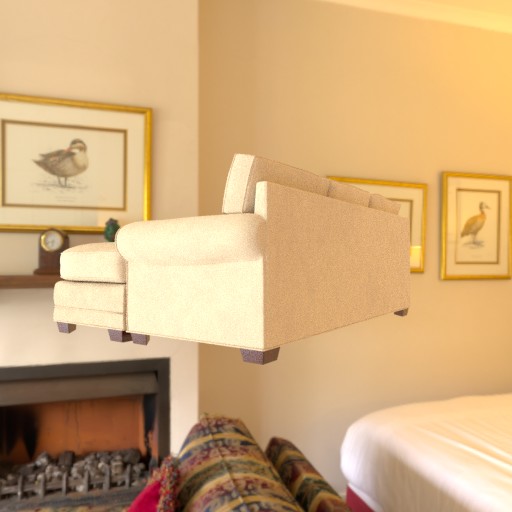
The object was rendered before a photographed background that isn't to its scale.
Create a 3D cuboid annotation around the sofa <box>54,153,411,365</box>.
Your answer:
[{"bbox_3d":[0.000,0.000,2.459,1.226,0.734,1.770,0,-1,35],"label":"sofa"}]
